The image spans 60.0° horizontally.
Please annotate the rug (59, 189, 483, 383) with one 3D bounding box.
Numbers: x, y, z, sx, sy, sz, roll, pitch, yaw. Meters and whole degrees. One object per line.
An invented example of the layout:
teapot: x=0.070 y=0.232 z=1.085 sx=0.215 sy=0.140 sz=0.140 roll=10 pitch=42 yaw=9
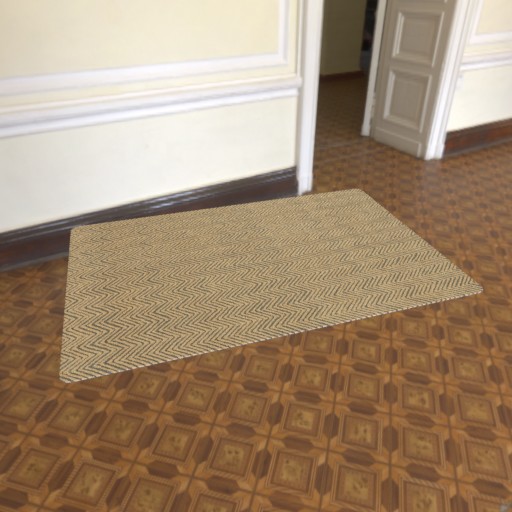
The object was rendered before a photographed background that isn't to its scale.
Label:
rug: x=0.000 y=0.000 z=2.174 sx=1.752 sy=0.008 sz=1.144 roll=-10 pitch=34 yaw=-15
